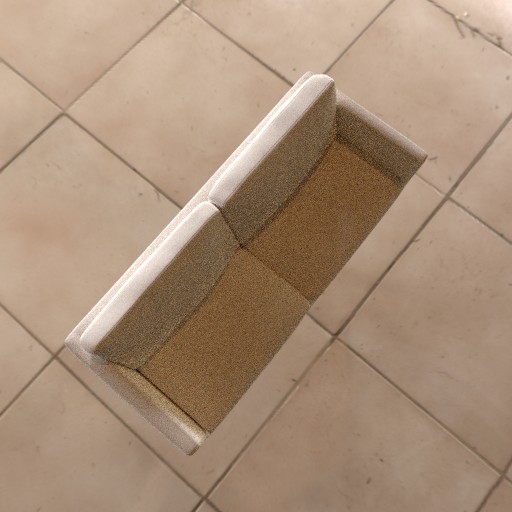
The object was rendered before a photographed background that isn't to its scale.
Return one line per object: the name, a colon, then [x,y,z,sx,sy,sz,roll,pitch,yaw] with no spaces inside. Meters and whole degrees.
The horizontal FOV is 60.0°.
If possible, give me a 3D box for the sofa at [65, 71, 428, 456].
sofa: [0.000,0.000,2.695,0.924,0.933,2.139,39,79,9]
